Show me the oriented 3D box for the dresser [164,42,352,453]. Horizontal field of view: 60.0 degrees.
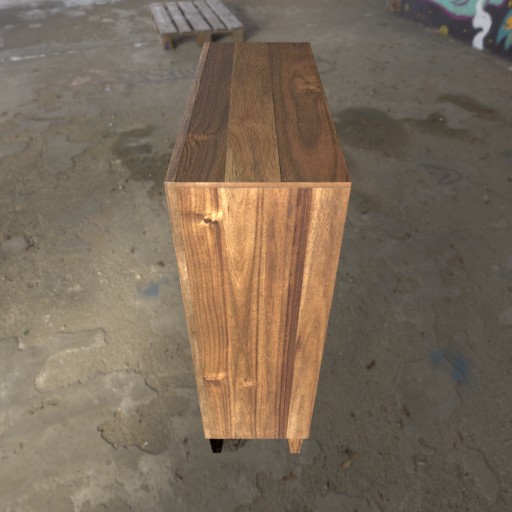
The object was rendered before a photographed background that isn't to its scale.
[{"bbox_3d":[0.000,0.000,1.874,0.442,1.393,1.062,0,42,0],"label":"dresser"}]
